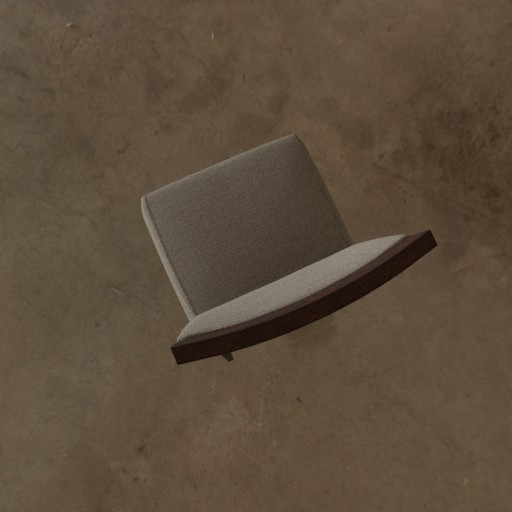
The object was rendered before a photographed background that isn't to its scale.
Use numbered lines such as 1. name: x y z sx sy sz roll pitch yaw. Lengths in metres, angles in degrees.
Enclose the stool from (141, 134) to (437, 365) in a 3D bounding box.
1. stool: 0.000 0.000 1.360 0.511 1.117 0.531 -24 78 -5
